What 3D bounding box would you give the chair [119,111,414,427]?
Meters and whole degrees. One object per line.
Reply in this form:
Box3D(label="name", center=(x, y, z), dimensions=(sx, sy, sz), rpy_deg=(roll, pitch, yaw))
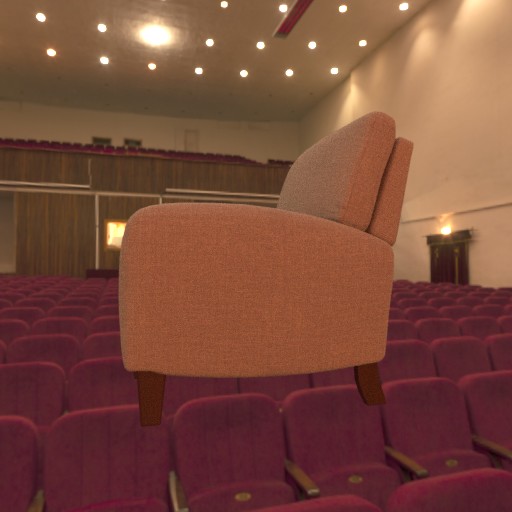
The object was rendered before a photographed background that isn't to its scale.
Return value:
Box3D(label="chair", center=(0.000, 0.000, 1.682), dimensions=(0.990, 0.990, 0.762), rpy_deg=(1, -3, -17))
